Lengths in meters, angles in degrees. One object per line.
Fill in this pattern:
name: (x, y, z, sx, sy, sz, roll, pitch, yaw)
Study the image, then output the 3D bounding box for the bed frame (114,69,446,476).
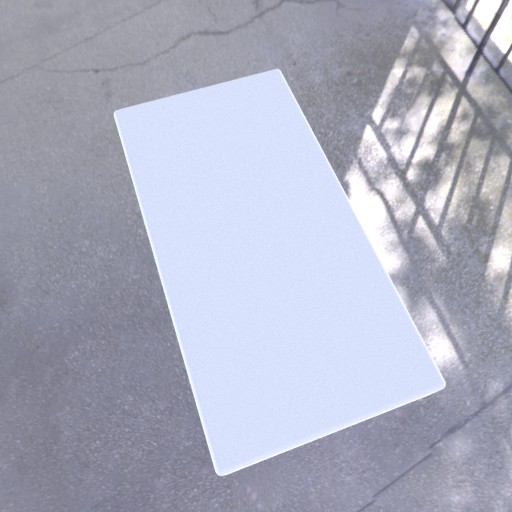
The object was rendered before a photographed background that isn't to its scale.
bed frame: (0.000, 0.000, 2.440, 1.023, 0.659, 1.950, -18, 66, -8)
